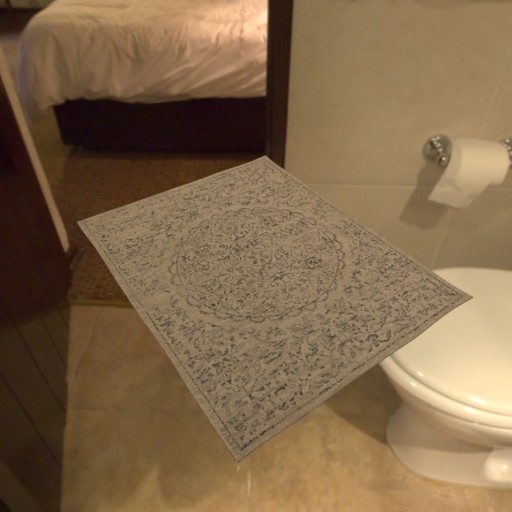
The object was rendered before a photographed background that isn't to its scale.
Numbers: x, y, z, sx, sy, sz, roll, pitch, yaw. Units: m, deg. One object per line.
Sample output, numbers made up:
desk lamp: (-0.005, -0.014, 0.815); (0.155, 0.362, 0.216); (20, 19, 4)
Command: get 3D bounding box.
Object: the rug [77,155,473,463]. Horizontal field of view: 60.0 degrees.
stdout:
rug: (0.000, 0.000, 4.057); (2.343, 0.026, 2.925); (-25, 47, -26)
